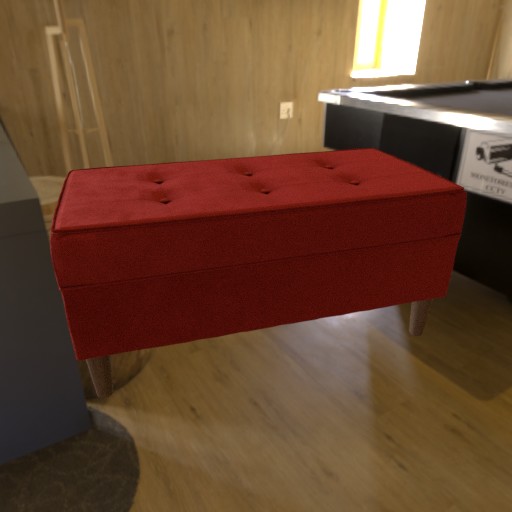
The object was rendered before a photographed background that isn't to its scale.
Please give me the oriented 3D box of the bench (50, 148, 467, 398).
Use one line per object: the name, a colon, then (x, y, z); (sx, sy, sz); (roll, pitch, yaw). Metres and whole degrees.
bench: (0.000, 0.000, 1.302); (1.016, 0.471, 0.492); (-8, 28, -15)
